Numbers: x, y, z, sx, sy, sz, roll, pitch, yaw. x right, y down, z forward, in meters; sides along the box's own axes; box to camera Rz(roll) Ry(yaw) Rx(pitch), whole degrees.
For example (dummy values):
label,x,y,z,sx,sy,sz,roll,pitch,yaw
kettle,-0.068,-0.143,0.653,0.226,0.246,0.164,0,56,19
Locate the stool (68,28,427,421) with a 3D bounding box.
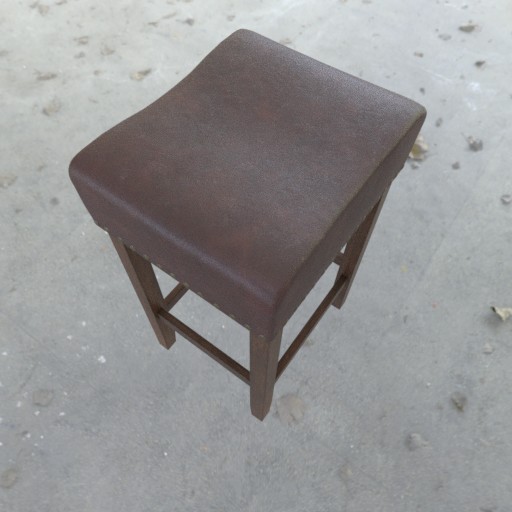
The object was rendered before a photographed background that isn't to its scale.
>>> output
label,x,y,z,sx,sy,sz,roll,pitch,yaw
stool,0.000,0.000,1.027,0.401,0.769,0.465,32,64,18
